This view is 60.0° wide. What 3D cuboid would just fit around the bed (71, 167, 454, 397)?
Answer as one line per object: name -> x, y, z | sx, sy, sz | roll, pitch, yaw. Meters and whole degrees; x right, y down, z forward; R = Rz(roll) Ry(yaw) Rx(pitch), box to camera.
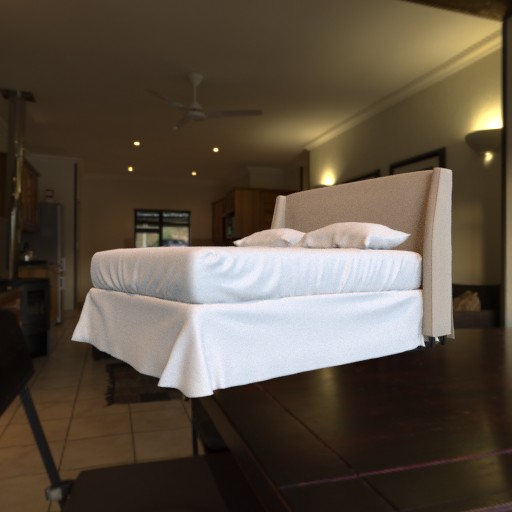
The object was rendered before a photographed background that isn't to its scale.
bed -> 0.000, 0.000, 3.389 | 2.276, 1.332, 1.925 | 0, -1, -37
